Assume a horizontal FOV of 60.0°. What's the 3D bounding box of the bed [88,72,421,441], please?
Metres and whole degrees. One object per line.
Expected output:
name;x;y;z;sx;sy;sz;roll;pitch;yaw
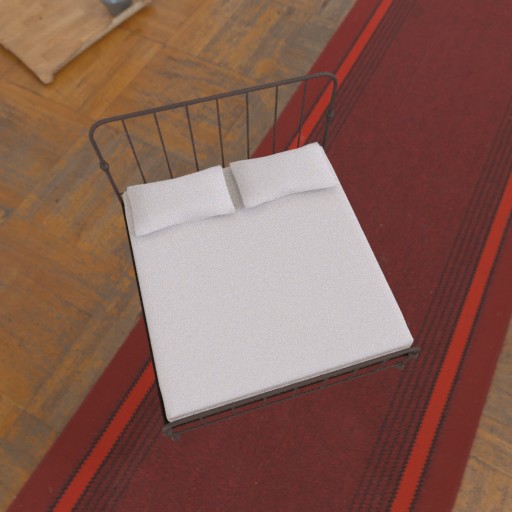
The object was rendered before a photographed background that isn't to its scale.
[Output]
bed;0.000;0.000;3.519;2.044;1.446;2.134;-15;64;-8
